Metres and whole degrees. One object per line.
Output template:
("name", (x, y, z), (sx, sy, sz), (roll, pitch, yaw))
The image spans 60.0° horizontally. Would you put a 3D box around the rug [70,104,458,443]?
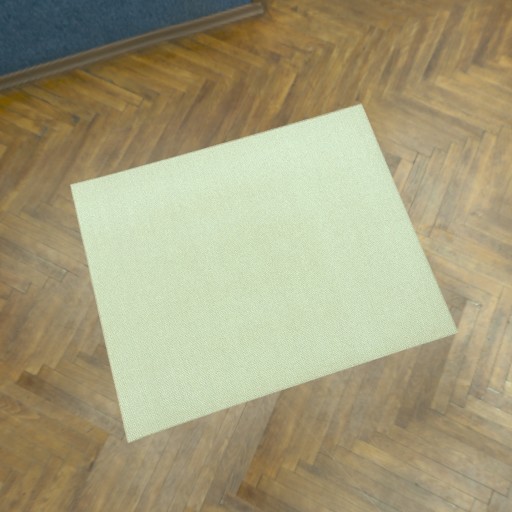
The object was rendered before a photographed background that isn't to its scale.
("rug", (0.000, 0.000, 4.145), (3.039, 0.018, 2.462), (-17, 76, -4))
